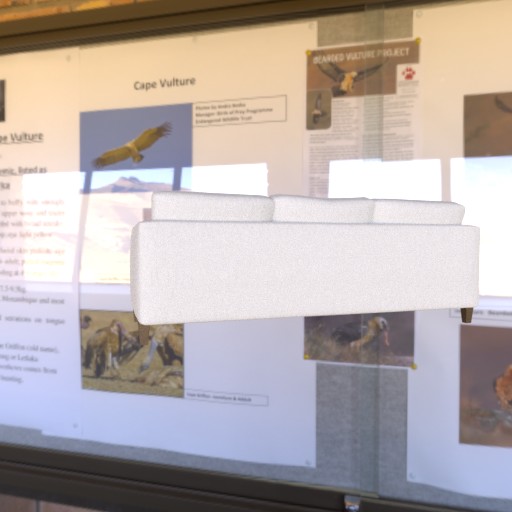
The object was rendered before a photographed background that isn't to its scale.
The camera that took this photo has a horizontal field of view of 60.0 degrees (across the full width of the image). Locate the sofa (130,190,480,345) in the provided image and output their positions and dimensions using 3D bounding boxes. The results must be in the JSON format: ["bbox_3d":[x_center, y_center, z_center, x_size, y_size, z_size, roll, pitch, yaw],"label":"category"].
[{"bbox_3d":[0.000,0.000,4.486,2.522,0.934,3.333,-1,2,-18],"label":"sofa"}]
